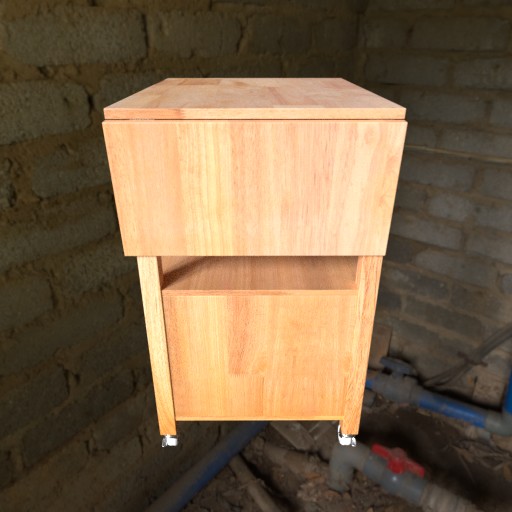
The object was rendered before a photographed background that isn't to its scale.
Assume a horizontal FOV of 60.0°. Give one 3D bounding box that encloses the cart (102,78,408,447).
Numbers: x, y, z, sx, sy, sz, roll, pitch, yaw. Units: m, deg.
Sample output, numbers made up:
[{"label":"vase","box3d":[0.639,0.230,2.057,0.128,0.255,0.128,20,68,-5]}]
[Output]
[{"label":"cart","box3d":[0.000,0.000,1.184,0.508,0.838,0.640,0,26,0]}]
